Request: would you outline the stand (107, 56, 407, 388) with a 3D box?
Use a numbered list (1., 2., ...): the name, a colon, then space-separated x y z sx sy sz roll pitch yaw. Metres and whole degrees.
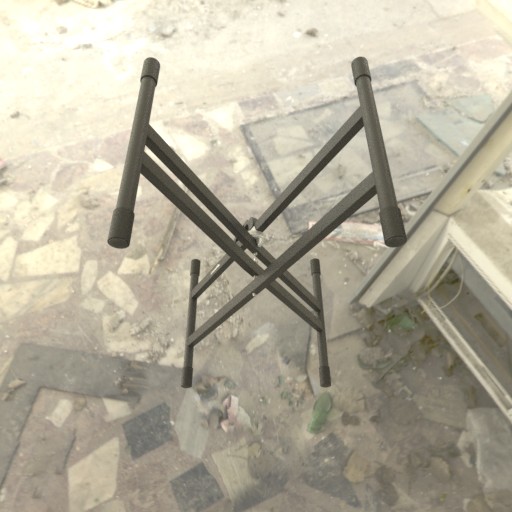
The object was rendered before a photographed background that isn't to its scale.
1. stand: 0.000 0.000 1.236 0.503 0.900 0.495 0 58 0
